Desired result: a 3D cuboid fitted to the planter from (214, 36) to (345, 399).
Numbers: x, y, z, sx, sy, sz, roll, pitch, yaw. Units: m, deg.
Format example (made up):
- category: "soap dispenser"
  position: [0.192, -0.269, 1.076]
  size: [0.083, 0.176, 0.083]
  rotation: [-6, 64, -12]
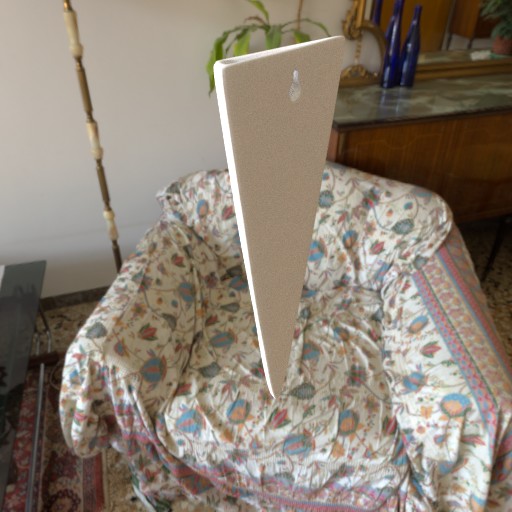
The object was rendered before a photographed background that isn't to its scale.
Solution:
- category: "planter"
  position: [0.000, 0.000, 0.387]
  size: [0.065, 0.338, 0.143]
  rotation: [22, 40, 29]
